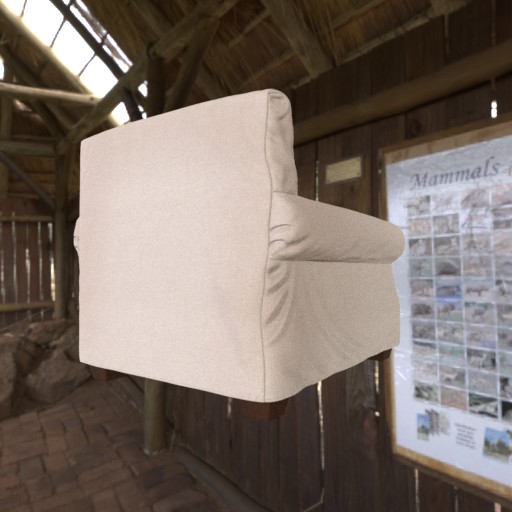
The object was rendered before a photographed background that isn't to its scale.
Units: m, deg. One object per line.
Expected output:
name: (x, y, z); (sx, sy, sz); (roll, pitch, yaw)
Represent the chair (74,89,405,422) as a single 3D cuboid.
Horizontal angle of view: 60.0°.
chair: (0.000, 0.000, 1.731); (0.940, 0.866, 1.066); (-1, -1, 35)
